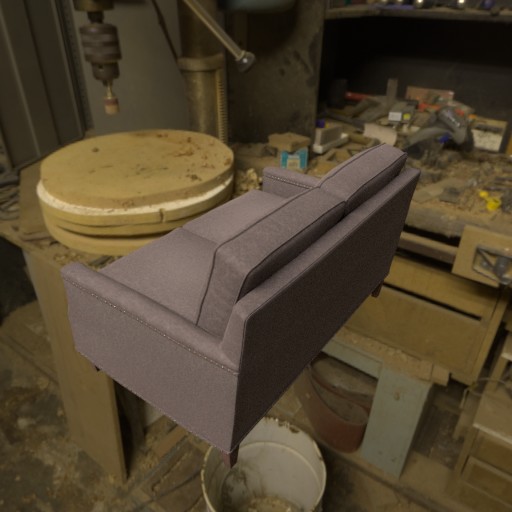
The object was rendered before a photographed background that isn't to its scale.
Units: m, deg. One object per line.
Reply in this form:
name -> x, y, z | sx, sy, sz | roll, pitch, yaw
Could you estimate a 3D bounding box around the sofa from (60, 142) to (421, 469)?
sofa -> 0.000, 0.000, 2.274 | 1.084, 1.003, 1.597 | 22, 38, 31
